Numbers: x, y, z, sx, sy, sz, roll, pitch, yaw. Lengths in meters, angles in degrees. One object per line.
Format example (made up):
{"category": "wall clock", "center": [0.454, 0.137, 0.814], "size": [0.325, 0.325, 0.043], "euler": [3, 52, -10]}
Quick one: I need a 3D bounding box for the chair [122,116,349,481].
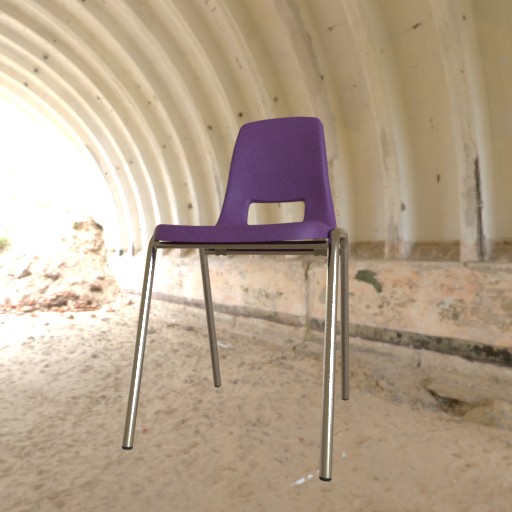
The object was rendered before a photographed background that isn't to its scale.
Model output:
{"category": "chair", "center": [0.000, 0.000, 0.945], "size": [0.381, 0.704, 0.432], "euler": [0, 1, 18]}
